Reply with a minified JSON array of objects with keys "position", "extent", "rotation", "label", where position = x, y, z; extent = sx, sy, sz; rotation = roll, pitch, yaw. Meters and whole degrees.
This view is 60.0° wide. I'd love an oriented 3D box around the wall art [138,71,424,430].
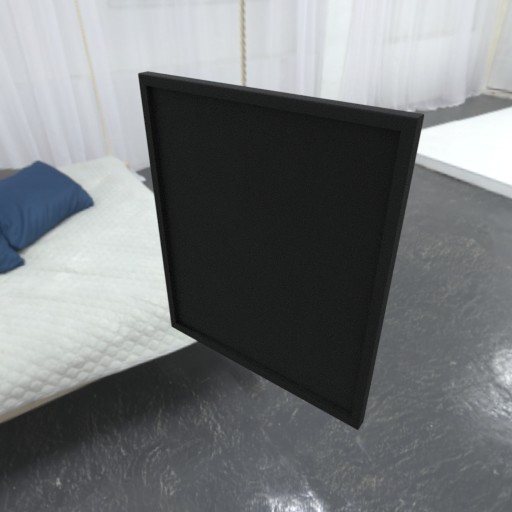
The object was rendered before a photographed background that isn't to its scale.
[{"position":[0.000,0.000,0.709],"extent":[0.432,0.508,0.021],"rotation":[21,38,30],"label":"wall art"}]
